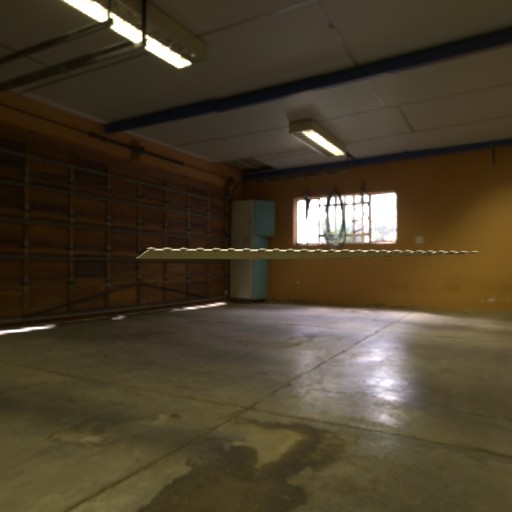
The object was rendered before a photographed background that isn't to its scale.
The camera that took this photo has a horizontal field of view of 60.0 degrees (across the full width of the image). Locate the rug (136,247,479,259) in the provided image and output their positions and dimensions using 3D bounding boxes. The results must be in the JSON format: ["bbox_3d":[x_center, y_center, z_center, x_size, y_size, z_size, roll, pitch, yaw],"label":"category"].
[{"bbox_3d":[0.000,0.000,3.064,1.563,0.014,2.425,0,-1,-16],"label":"rug"}]
